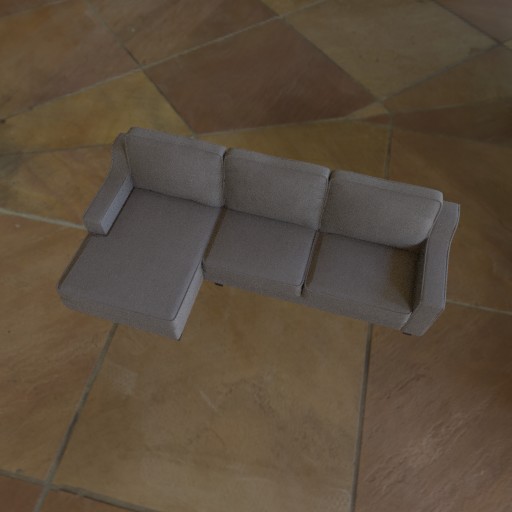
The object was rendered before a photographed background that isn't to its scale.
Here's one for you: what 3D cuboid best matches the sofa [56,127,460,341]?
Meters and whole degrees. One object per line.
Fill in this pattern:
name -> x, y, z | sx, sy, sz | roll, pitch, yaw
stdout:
sofa -> 0.000, 0.000, 3.153 | 2.561, 0.928, 1.294 | 14, 59, 9
